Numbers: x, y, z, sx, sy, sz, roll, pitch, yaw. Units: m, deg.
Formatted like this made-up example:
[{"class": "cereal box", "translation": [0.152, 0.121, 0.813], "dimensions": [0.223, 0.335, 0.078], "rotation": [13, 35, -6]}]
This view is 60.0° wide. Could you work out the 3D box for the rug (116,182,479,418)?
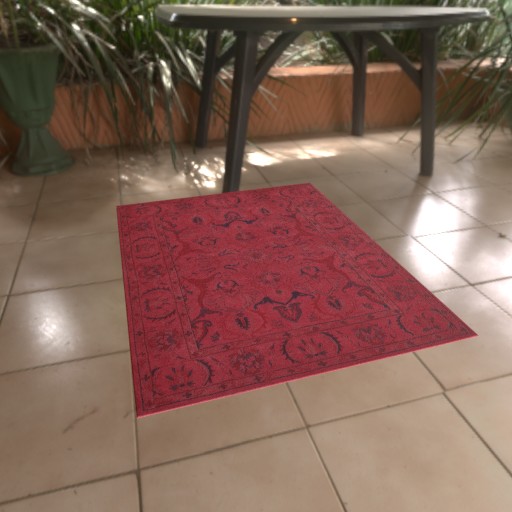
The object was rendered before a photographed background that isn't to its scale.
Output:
[{"class": "rug", "translation": [0.000, 0.000, 3.951], "dimensions": [2.300, 0.012, 2.929], "rotation": [-9, 32, -15]}]
